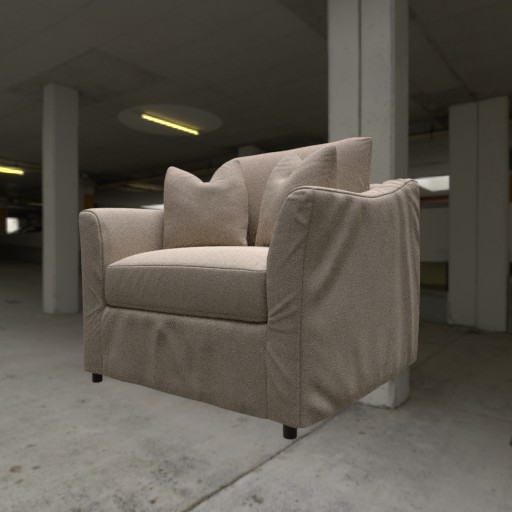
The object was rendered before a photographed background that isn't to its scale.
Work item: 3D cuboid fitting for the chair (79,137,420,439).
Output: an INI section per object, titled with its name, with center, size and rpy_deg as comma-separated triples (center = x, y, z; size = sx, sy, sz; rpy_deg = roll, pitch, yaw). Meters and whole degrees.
[chair]
center = 0.000, 0.000, 2.026
size = 1.194, 1.093, 1.071
rpy_deg = 0, 0, 36
